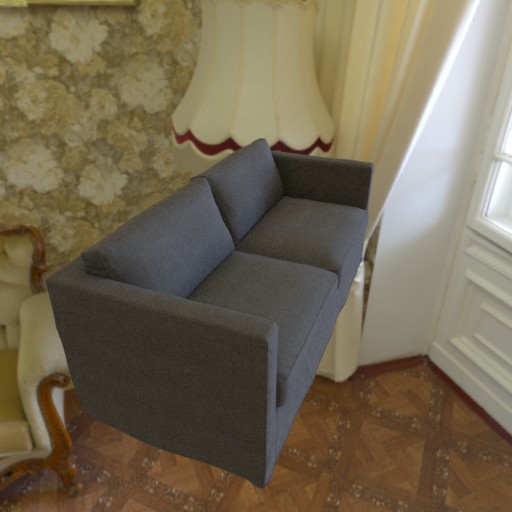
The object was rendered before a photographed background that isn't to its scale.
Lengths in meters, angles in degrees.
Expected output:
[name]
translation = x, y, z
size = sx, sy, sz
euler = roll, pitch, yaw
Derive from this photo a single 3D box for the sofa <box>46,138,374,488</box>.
[sofa]
translation = 0.000, 0.000, 2.441
size = 0.953, 0.855, 1.982
euler = 12, 31, 20
